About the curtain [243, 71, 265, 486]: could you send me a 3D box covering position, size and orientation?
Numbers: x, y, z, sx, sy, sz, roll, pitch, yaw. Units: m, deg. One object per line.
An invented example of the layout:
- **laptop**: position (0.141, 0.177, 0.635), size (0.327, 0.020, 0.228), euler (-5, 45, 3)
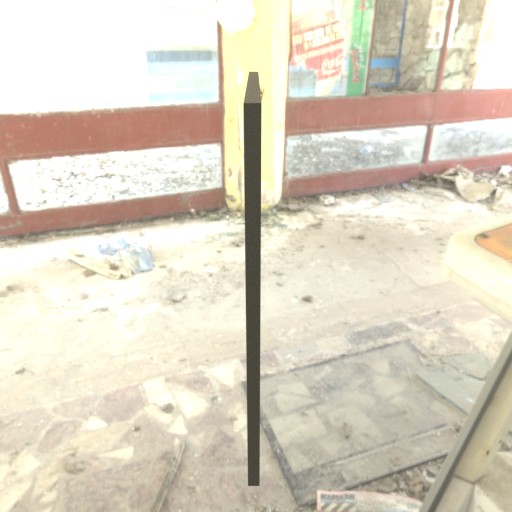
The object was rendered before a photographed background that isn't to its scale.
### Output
- **curtain**: position (0.000, 0.000, 0.799), size (0.027, 0.585, 0.483), euler (0, 26, 0)
